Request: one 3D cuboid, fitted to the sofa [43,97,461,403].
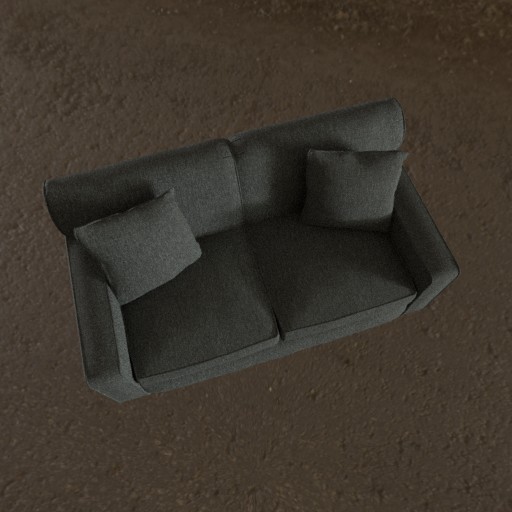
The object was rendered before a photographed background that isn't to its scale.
[{"bbox_3d":[0.000,0.000,2.381,1.846,0.958,0.998,-16,65,-7],"label":"sofa"}]
